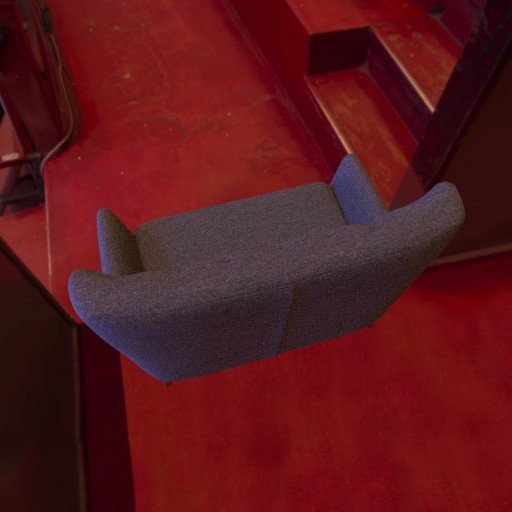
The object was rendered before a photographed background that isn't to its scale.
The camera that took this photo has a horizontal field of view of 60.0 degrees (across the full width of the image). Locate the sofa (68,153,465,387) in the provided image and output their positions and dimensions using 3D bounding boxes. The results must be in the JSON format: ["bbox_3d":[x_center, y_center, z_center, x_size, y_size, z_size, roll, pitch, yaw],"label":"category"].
[{"bbox_3d":[0.000,0.000,1.995,1.358,1.028,0.874,-14,59,-9],"label":"sofa"}]
